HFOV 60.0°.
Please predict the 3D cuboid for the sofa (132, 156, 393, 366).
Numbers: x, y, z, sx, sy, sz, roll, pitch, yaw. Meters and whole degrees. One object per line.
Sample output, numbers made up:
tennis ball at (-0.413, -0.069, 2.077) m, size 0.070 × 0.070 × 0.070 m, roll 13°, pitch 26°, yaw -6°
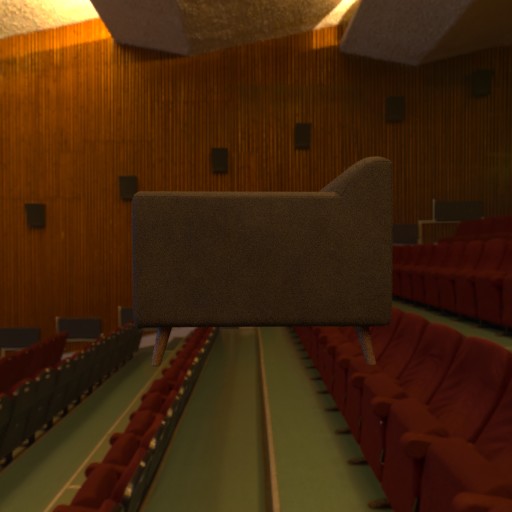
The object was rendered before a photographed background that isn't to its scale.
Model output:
sofa at (0.000, 0.000, 2.591) m, size 0.900 × 0.740 × 2.190 m, roll 0°, pitch 1°, yaw -1°
